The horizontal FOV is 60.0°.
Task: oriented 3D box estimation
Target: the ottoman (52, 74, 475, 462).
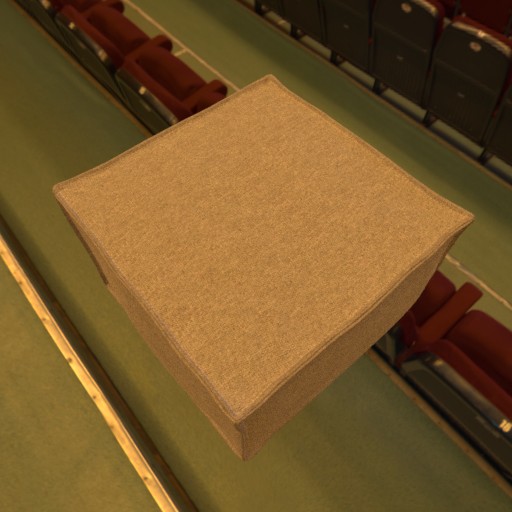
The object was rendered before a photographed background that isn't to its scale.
[{"bbox_3d":[0.000,0.000,1.154,0.696,0.470,0.707,-36,64,-20],"label":"ottoman"}]
